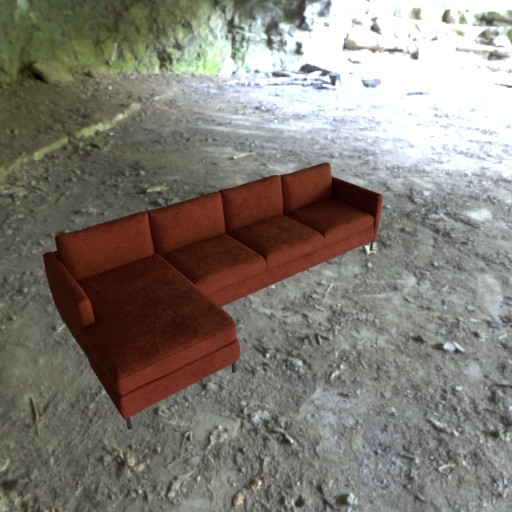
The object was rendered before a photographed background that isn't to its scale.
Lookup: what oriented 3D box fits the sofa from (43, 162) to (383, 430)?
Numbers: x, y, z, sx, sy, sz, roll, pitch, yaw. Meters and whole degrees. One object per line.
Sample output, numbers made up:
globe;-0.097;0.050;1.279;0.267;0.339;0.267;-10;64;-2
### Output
sofa;0.000;0.000;3.024;2.467;0.663;1.136;-21;36;-32
